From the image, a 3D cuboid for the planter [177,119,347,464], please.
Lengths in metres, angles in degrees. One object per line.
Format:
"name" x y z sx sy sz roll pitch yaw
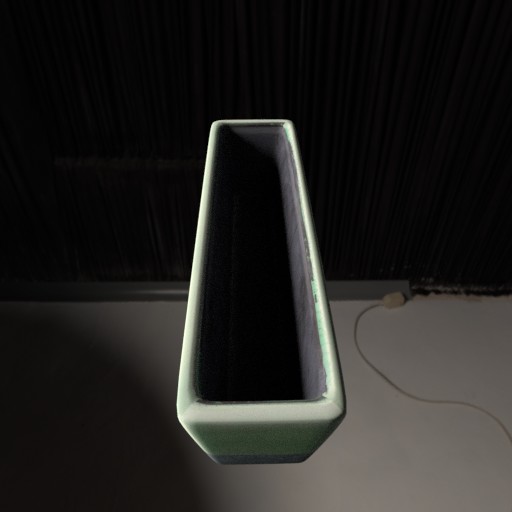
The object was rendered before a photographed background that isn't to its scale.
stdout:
"planter" 0.000 0.000 0.301 0.072 0.072 0.275 -1 42 -1
